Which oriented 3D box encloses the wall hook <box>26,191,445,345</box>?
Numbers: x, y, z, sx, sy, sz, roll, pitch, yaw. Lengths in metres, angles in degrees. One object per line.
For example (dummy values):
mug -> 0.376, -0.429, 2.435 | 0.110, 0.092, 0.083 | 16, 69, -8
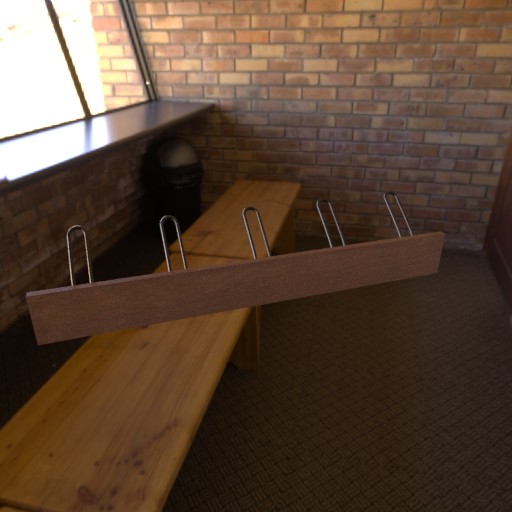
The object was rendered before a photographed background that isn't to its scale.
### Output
wall hook -> 0.000, 0.000, 0.599 | 0.554, 0.116, 0.076 | -8, 26, -17
